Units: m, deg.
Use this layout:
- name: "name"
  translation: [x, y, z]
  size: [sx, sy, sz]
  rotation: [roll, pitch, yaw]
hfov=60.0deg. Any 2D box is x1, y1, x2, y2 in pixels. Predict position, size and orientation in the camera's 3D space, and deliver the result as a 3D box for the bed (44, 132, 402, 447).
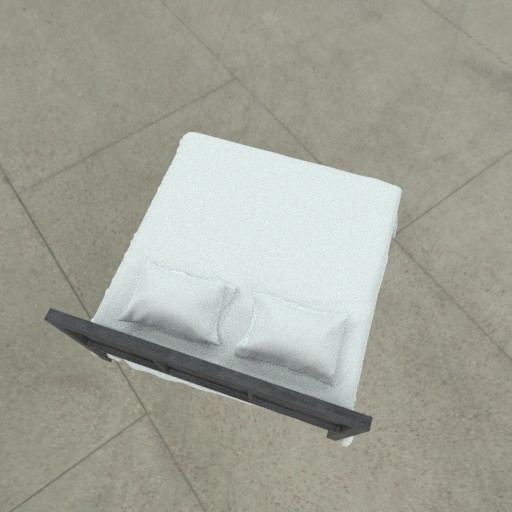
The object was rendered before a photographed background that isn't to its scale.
- name: "bed"
  translation: [0.000, 0.000, 3.504]
  size: [2.255, 1.158, 2.165]
  rotation: [17, 66, 8]
